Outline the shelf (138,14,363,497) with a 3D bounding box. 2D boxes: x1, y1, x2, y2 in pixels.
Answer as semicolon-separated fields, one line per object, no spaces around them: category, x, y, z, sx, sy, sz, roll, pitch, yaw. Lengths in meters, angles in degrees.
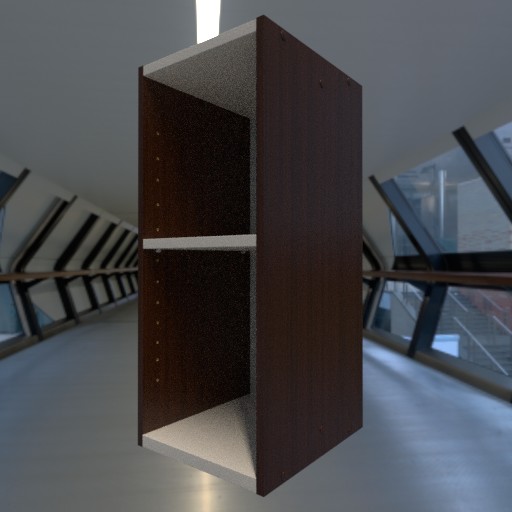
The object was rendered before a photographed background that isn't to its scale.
shelf;0.000;0.000;0.742;0.253;0.600;0.290;0;0;38
